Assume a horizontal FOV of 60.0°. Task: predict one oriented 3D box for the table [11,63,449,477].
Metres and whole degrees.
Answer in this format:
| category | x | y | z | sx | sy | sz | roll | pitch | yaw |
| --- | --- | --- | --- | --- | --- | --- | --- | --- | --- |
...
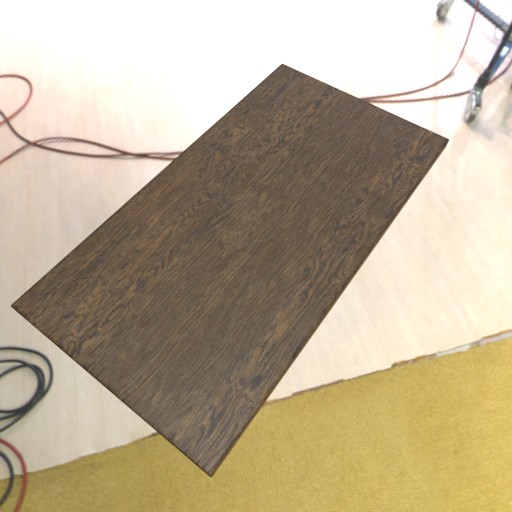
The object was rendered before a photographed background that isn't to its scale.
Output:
| category | x | y | z | sx | sy | sz | roll | pitch | yaw |
| --- | --- | --- | --- | --- | --- | --- | --- | --- | --- |
| table | 0.000 | 0.000 | 2.431 | 1.078 | 0.795 | 1.989 | 32 | 64 | 18 |
